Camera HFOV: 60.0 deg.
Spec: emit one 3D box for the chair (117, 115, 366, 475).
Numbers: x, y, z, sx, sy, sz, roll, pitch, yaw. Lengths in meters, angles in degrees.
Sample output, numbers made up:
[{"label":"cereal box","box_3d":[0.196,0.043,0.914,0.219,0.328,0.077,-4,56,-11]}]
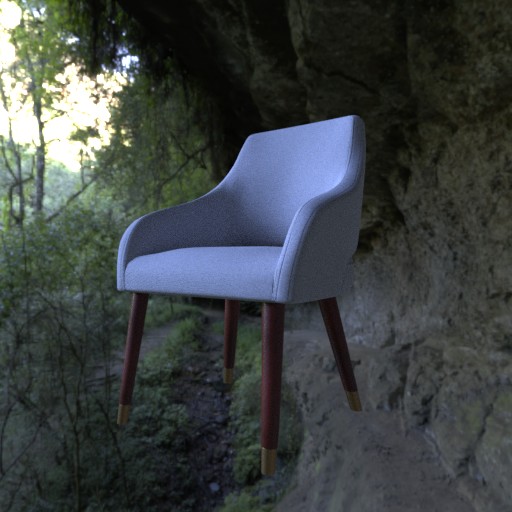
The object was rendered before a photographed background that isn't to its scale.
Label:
[{"label":"chair","box_3d":[0.000,0.000,1.280,0.609,0.889,0.600,0,0,35]}]
